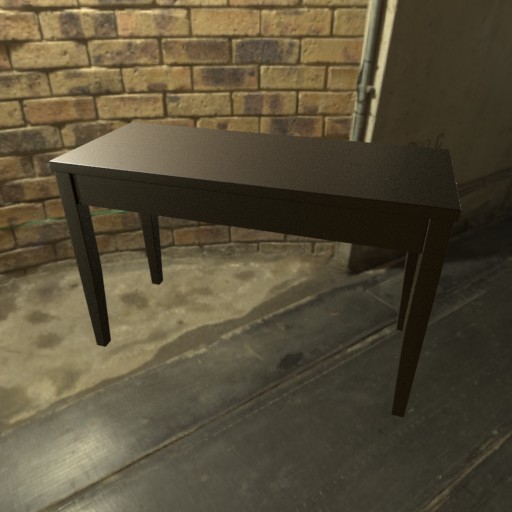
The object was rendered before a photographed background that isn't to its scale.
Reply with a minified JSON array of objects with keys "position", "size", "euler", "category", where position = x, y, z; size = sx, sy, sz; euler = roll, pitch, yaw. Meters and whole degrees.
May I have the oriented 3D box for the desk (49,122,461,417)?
[{"position":[0.000,0.000,1.653],"size":[1.220,0.775,0.508],"euler":[9,32,15],"category":"desk"}]
